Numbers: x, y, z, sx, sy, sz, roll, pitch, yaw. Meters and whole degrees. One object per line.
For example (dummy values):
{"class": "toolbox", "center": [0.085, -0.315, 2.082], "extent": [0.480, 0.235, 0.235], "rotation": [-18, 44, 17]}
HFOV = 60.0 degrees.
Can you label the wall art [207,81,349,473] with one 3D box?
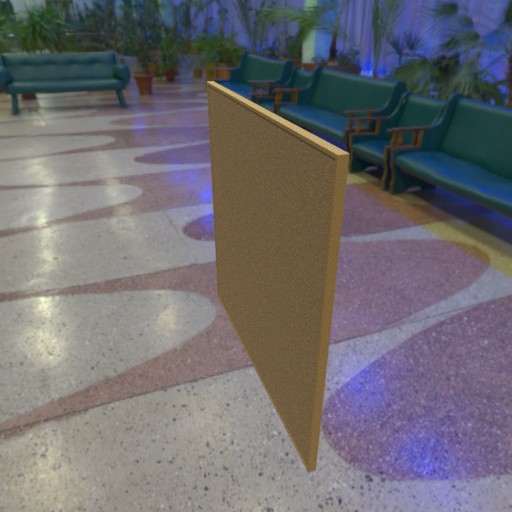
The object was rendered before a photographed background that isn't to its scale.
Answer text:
{"class": "wall art", "center": [0.000, 0.000, 0.698], "extent": [0.013, 0.455, 0.457], "rotation": [-10, 31, -18]}
